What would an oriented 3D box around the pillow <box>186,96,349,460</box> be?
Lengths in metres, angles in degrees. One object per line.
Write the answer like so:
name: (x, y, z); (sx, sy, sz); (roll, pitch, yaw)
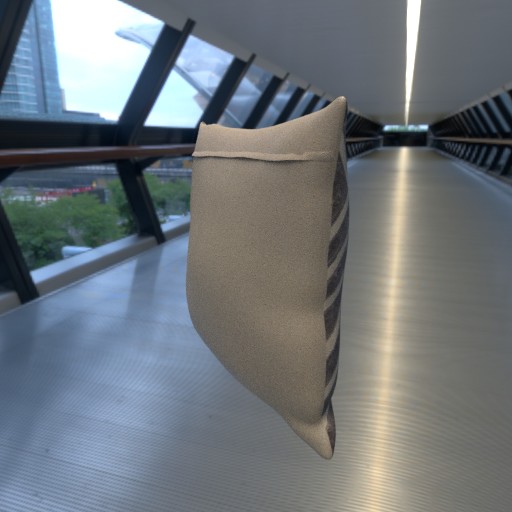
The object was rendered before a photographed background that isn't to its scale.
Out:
pillow: (0.000, 0.000, 0.702); (0.182, 0.441, 0.440); (-7, 16, -27)
